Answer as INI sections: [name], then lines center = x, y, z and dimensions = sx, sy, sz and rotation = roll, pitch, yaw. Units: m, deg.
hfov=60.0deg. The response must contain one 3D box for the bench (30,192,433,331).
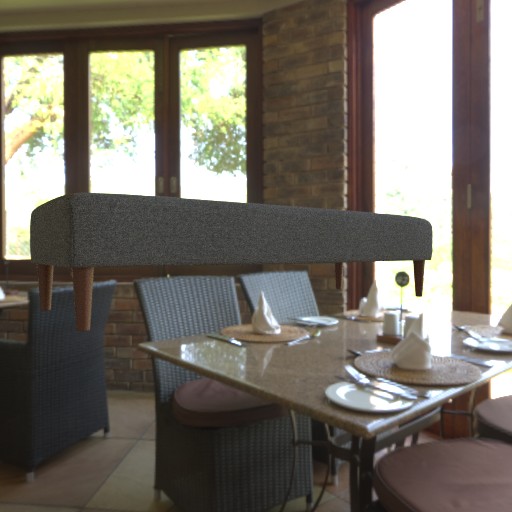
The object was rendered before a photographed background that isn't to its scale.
[bench]
center = 0.000, 0.000, 1.825
dimensions = 1.598, 0.384, 0.631
rotation = 0, 1, -36
